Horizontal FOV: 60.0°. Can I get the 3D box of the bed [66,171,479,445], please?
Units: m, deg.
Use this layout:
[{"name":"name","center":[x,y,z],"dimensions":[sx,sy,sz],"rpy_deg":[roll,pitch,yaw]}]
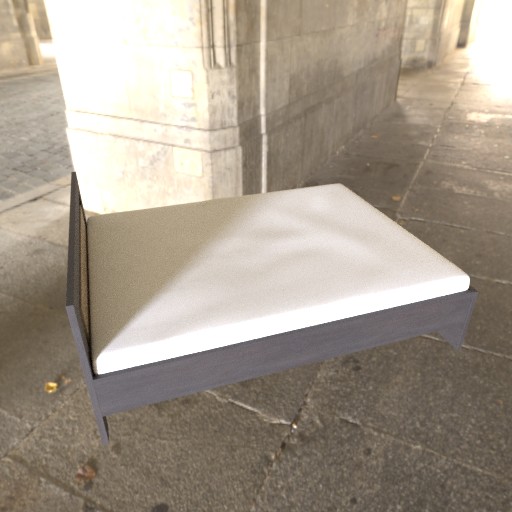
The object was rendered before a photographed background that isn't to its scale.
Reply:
[{"name":"bed","center":[0.000,0.000,2.825],"dimensions":[2.073,0.823,1.585],"rpy_deg":[-10,32,-16]}]
